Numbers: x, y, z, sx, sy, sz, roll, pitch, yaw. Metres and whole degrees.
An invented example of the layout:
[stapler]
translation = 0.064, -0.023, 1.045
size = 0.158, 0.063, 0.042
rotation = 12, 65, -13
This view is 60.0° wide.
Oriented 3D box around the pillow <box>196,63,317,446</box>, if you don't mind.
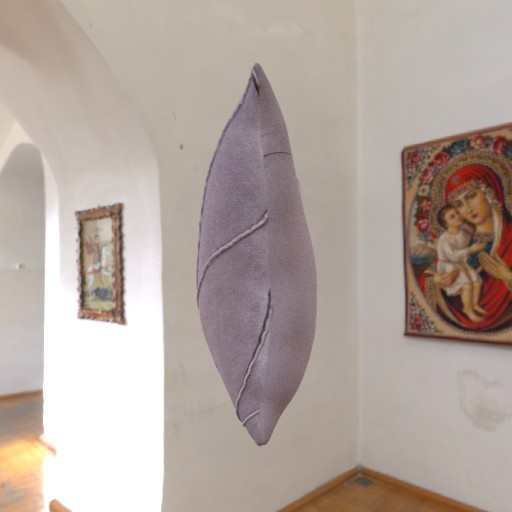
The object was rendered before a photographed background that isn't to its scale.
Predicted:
[pillow]
translation = 0.000, 0.000, 0.707
size = 0.185, 0.440, 0.439
rotation = 0, -1, 1
